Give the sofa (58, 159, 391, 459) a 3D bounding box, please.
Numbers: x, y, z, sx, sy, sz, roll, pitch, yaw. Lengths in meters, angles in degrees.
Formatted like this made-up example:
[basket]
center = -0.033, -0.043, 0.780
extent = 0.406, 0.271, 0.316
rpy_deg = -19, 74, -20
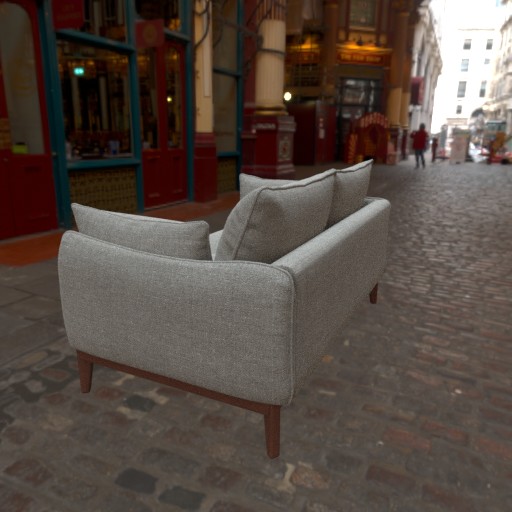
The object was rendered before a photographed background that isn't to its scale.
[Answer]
[sofa]
center = 0.000, 0.000, 2.105
extent = 0.972, 0.851, 1.580
rpy_deg = 8, 17, 25
